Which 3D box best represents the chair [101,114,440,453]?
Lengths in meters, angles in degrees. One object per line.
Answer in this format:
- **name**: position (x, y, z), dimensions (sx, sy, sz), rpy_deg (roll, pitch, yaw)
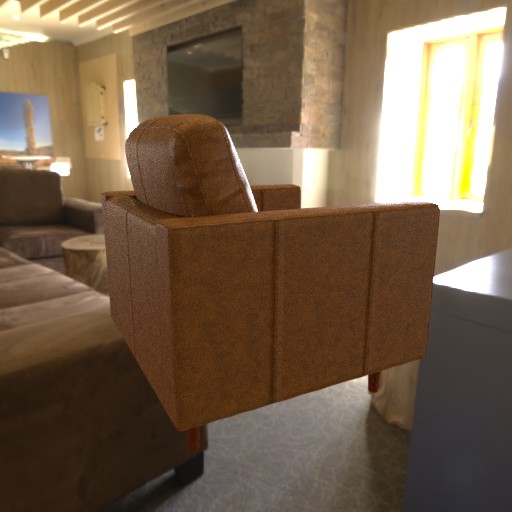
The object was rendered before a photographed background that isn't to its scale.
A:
- **chair**: position (0.000, 0.000, 1.611), dimensions (0.909, 0.956, 0.890), rpy_deg (-7, 15, -27)
